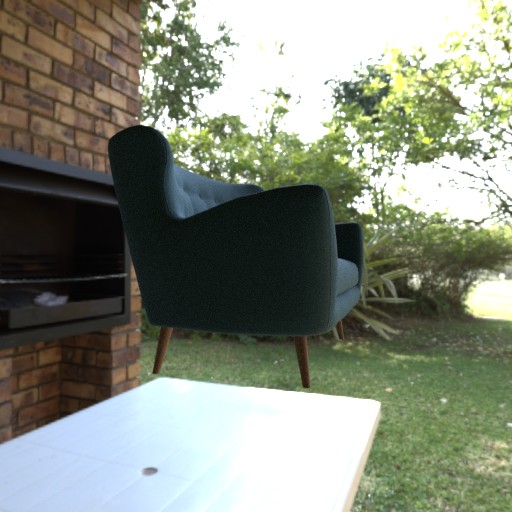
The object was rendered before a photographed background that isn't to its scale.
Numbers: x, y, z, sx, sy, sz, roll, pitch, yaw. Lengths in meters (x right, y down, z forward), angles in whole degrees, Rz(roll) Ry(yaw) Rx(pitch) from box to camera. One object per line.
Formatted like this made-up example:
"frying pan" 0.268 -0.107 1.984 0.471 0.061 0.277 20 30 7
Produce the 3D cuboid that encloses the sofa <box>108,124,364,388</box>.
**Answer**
"sofa" 0.000 0.000 2.044 0.889 0.889 1.397 0 -1 18
